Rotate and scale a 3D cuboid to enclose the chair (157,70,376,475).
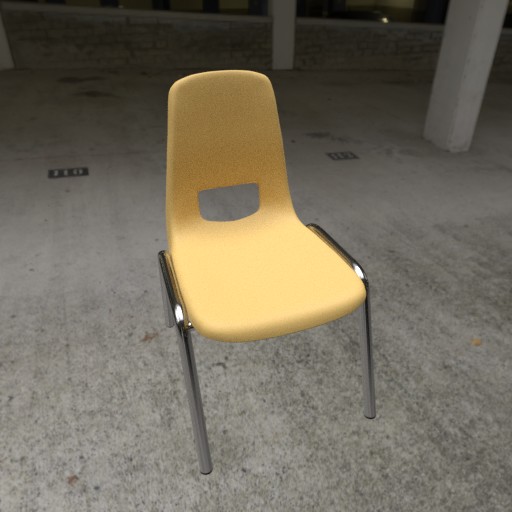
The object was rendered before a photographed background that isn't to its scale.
[{"bbox_3d":[0.000,0.000,0.828,0.354,0.586,0.423,-11,34,-17],"label":"chair"}]
